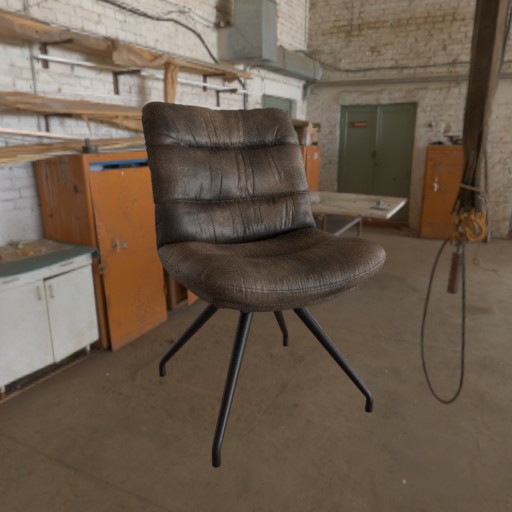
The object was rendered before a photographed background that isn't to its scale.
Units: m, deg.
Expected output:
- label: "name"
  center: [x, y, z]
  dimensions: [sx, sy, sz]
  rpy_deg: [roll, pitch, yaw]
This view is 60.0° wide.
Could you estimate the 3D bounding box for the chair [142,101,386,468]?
- label: "chair"
  center: [0.000, 0.000, 1.286]
  dimensions: [0.549, 0.870, 0.622]
  rpy_deg: [-8, 17, -26]
